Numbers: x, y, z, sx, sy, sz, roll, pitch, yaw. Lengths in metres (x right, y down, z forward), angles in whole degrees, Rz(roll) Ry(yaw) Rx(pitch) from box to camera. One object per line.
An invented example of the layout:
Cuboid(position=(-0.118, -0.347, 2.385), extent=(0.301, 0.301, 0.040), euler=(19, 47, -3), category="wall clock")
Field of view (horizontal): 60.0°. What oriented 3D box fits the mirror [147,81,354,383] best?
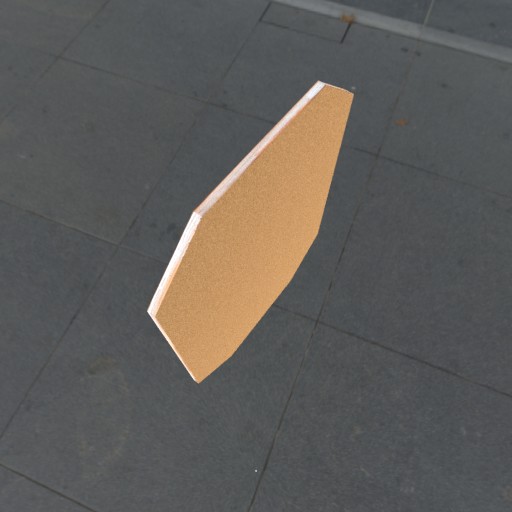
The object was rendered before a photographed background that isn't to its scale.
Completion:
Cuboid(position=(0.000, 0.000, 1.287), extent=(0.061, 1.015, 0.709), euler=(34, 69, 15), category="mirror")
